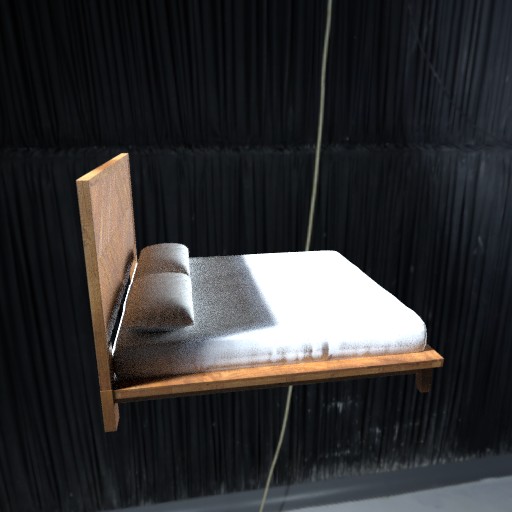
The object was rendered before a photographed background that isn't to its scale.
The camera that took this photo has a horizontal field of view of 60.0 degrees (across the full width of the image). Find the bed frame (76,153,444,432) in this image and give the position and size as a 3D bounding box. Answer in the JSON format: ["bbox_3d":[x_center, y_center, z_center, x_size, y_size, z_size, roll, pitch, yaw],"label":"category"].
[{"bbox_3d":[0.000,0.000,3.643,2.235,1.537,2.038,-3,17,-9],"label":"bed frame"}]
